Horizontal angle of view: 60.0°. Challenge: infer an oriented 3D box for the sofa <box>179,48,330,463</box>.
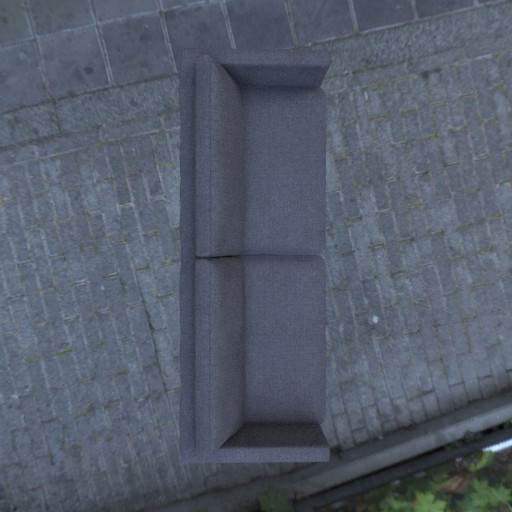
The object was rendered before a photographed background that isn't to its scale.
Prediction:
[{"bbox_3d":[0.000,0.000,3.269,1.036,0.998,2.779,0,90,-2],"label":"sofa"}]
